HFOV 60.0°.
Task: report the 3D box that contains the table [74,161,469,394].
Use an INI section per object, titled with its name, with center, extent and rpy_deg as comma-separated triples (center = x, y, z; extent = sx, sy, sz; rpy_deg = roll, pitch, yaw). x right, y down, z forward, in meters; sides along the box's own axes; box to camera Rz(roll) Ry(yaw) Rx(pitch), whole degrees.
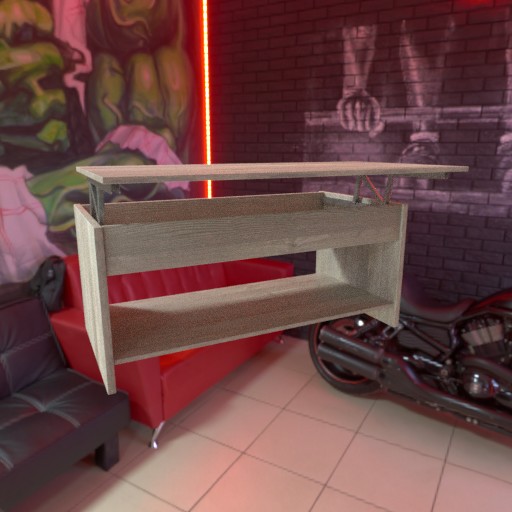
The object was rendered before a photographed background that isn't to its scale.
[table]
center = 0.000, 0.000, 1.420
extent = 1.000, 0.570, 0.712
rpy_deg = -7, 15, -26
